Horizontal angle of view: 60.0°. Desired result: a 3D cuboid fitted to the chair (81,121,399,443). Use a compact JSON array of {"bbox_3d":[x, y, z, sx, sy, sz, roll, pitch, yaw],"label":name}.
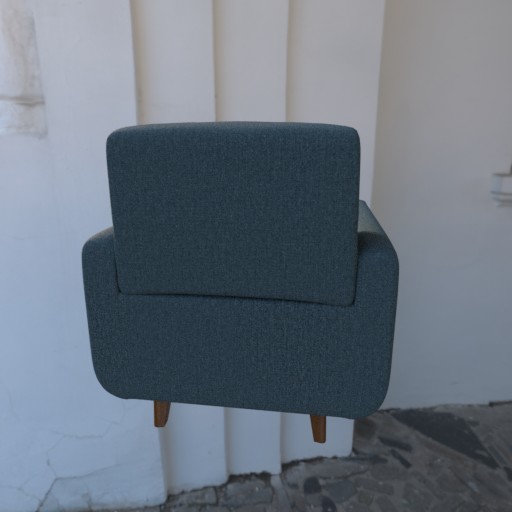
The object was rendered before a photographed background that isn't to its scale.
[{"bbox_3d":[0.000,0.000,1.639,0.880,0.940,0.964,2,16,8],"label":"chair"}]
